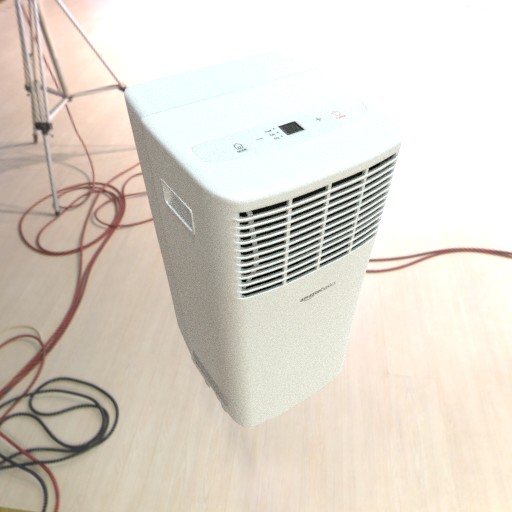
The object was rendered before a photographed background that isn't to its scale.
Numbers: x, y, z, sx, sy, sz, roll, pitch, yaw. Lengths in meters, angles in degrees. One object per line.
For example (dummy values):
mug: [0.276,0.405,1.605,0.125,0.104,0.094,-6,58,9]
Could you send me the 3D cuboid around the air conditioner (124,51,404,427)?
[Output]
air conditioner: [0.000,0.000,0.819,0.304,0.606,0.349,-24,50,-22]
